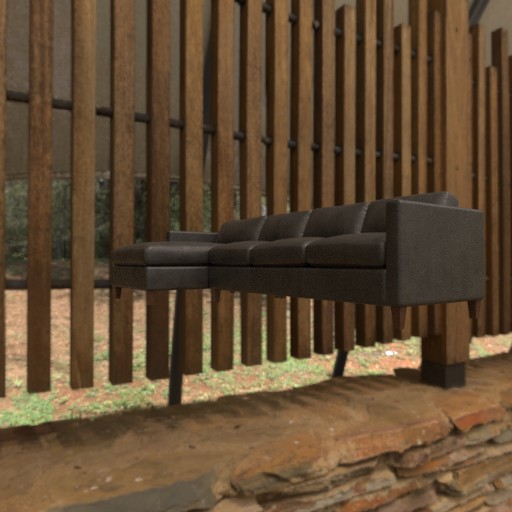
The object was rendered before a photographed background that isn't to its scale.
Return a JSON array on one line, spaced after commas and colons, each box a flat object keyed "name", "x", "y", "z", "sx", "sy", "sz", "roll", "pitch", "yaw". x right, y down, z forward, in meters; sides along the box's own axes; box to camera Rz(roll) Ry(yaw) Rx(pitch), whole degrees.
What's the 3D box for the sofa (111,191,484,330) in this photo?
[{"name": "sofa", "x": 0.000, "y": 0.000, "z": 3.883, "sx": 1.581, "sy": 0.883, "sz": 3.203, "roll": 1, "pitch": -1, "yaw": -36}]
